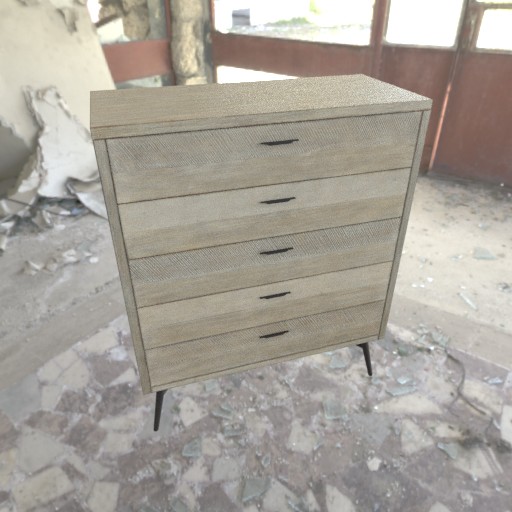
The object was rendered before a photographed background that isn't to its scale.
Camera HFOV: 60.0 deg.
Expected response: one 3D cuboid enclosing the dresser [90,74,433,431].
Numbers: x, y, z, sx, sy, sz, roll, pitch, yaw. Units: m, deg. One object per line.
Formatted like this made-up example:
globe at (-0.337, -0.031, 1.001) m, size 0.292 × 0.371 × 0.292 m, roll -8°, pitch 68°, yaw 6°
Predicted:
dresser at (0.000, 0.000, 1.748) m, size 1.016 × 1.219 × 0.457 m, roll -10°, pitch 33°, yaw -15°
